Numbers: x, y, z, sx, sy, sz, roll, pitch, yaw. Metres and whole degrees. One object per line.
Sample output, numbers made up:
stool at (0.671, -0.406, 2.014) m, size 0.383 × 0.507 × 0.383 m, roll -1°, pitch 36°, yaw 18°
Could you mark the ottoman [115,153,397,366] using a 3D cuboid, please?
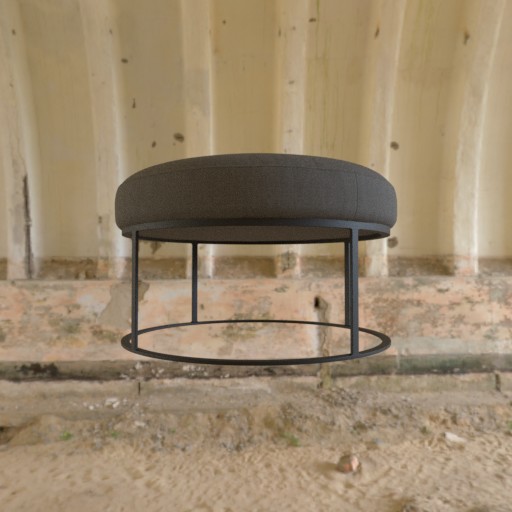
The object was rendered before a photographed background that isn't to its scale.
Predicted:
ottoman at (0.000, 0.000, 1.258) m, size 0.772 × 0.460 × 0.772 m, roll 0°, pitch -2°, yaw 0°
